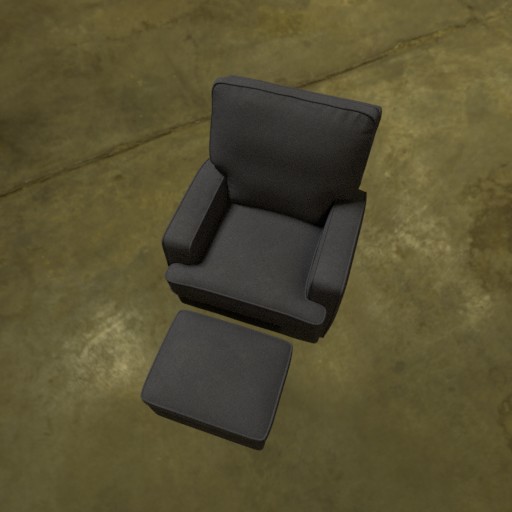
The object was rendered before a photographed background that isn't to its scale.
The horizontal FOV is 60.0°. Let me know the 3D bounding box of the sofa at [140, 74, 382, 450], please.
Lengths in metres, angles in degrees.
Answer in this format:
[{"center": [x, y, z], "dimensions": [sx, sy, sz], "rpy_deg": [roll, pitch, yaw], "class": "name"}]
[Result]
[{"center": [0.000, 0.000, 2.027], "dimensions": [0.861, 0.959, 1.472], "rpy_deg": [16, 60, 9], "class": "sofa"}]
